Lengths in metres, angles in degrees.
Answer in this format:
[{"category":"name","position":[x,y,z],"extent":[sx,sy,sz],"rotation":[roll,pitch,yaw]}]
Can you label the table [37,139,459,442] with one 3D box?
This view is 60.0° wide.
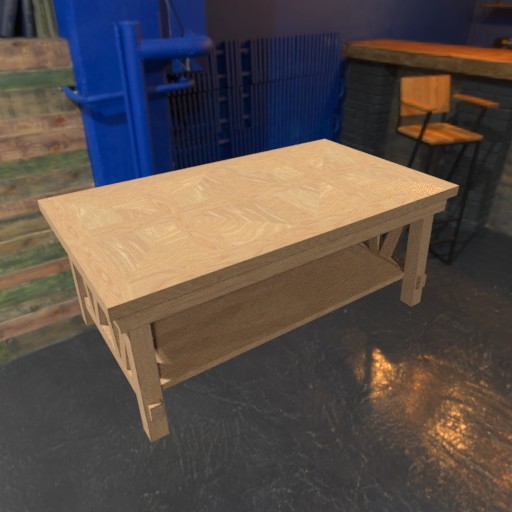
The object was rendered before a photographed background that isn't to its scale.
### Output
[{"category":"table","position":[0.000,0.000,1.654],"extent":[1.270,0.507,0.711],"rotation":[-19,36,-29]}]
